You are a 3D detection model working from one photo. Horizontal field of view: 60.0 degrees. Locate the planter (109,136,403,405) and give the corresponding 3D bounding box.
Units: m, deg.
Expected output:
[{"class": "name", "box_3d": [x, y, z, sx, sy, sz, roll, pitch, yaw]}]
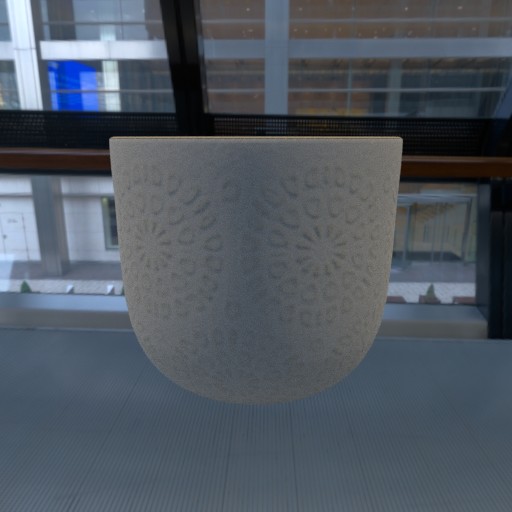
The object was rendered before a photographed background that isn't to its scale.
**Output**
[{"class": "planter", "box_3d": [0.000, 0.000, 0.211, 0.124, 0.109, 0.124, 0, 15, 0]}]
